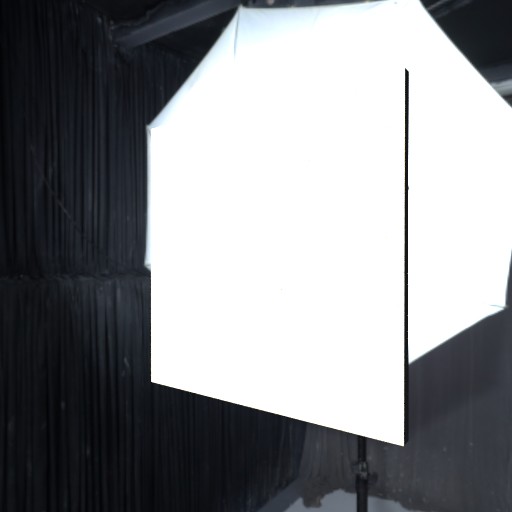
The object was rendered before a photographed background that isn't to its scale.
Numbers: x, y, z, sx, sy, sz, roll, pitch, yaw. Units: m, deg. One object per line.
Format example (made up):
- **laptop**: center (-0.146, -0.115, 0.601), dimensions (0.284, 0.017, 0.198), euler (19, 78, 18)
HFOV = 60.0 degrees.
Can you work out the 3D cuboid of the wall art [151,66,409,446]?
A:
- **wall art**: center (0.000, 0.000, 1.145), dimensions (0.773, 0.775, 0.031), euler (0, 0, 36)
